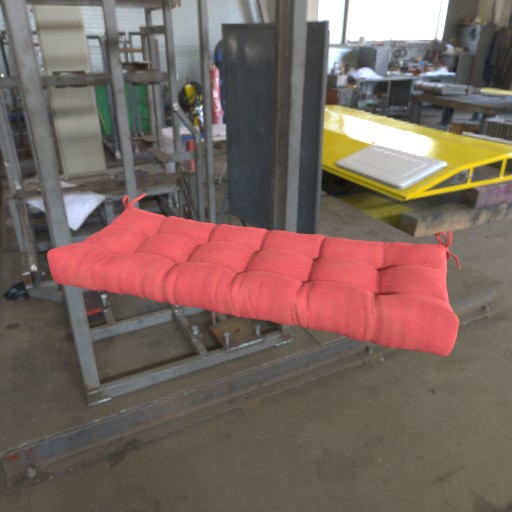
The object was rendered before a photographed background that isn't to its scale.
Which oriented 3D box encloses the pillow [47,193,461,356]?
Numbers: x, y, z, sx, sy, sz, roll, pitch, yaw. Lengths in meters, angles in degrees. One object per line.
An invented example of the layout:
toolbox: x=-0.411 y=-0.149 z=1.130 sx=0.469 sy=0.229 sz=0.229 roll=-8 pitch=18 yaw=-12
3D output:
pillow: x=0.000 y=0.000 z=1.352 sx=1.194 sy=0.174 sz=0.511 roll=8 pitch=28 yaw=16
